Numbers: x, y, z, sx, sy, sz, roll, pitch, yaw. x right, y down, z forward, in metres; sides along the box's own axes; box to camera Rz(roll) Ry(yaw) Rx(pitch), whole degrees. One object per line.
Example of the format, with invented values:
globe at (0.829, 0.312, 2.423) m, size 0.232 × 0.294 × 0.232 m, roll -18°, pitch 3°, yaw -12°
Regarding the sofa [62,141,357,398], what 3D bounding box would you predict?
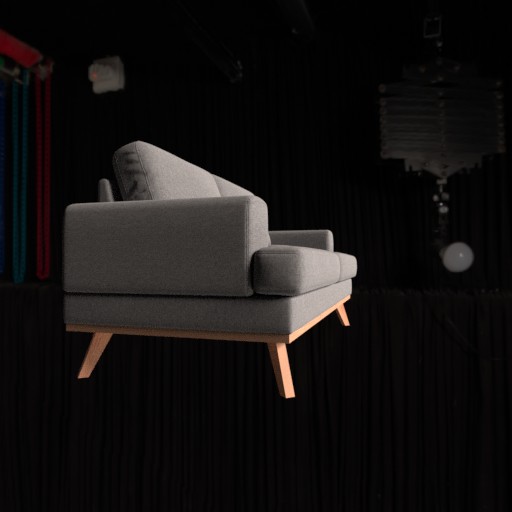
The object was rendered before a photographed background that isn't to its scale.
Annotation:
sofa at (0.000, 0.000, 2.055) m, size 0.785 × 0.810 × 1.650 m, roll 0°, pitch -1°, yaw 18°
